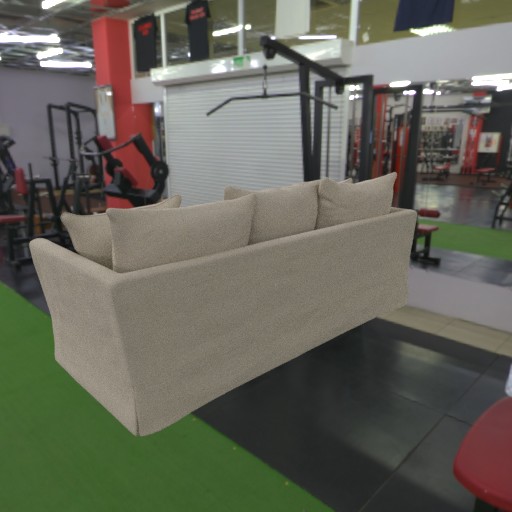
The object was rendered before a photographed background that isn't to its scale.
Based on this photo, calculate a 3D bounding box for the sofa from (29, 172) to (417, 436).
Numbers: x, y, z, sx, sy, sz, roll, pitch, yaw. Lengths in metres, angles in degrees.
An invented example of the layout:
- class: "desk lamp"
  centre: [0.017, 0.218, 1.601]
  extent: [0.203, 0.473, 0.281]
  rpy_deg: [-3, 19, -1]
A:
- class: "sofa"
  centre: [0.000, 0.000, 2.964]
  extent: [2.499, 1.047, 1.046]
  rpy_deg: [-14, 21, -42]
